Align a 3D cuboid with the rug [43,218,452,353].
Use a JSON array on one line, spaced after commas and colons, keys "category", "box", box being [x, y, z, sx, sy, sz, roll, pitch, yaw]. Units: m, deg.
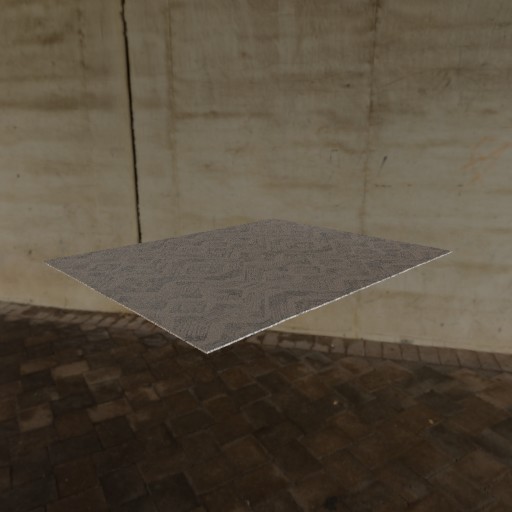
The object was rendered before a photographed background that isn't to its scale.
[{"category": "rug", "box": [0.000, 0.000, 4.192, 3.054, 0.030, 2.430, -14, 21, -42]}]
